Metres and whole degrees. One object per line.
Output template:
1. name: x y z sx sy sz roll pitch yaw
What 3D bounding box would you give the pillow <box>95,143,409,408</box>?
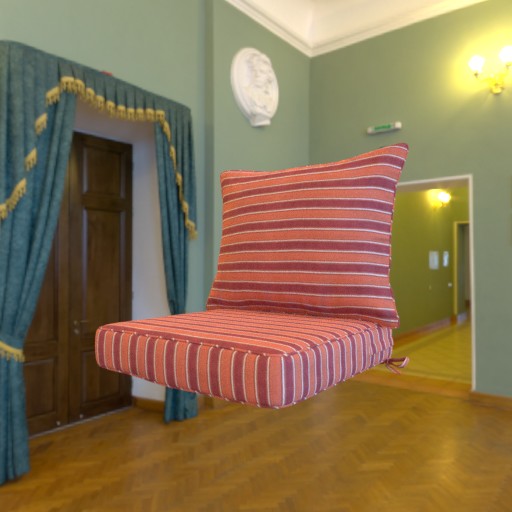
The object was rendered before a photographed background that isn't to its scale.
1. pillow: 0.000 0.000 1.406 0.799 0.723 0.733 0 -1 37
